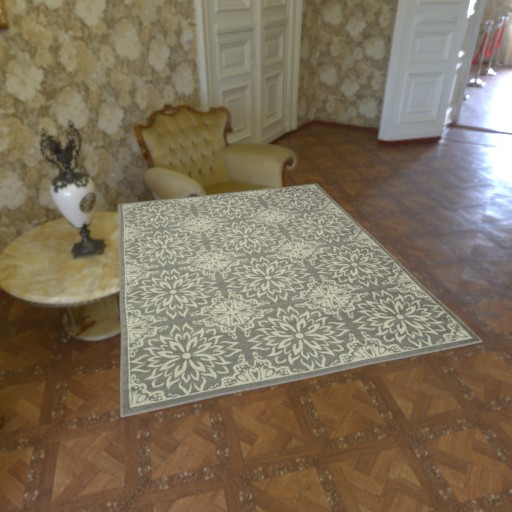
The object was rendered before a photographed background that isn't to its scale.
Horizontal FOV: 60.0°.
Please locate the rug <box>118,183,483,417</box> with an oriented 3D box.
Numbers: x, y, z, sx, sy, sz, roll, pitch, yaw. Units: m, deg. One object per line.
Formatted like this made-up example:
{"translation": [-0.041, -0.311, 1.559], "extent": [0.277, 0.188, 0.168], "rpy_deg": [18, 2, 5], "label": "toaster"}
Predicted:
{"translation": [0.000, 0.000, 3.956], "extent": [2.363, 0.012, 2.980], "rpy_deg": [-8, 32, -13], "label": "rug"}
